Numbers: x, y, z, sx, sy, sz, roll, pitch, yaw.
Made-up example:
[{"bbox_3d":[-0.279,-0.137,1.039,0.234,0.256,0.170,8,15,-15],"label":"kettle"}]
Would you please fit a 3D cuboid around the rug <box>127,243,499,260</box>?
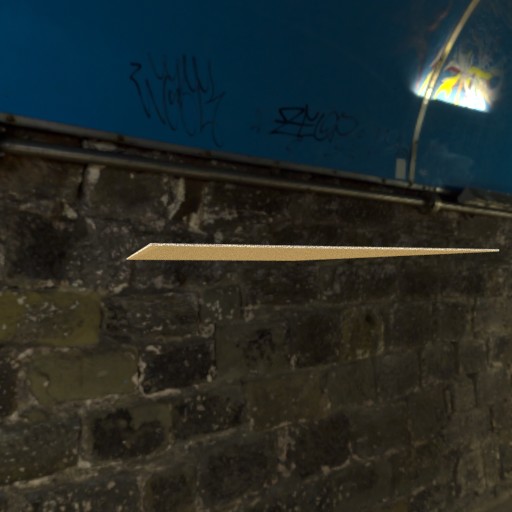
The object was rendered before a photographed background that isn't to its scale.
[{"bbox_3d":[0.000,0.000,2.141,1.142,0.006,1.752,1,-2,-18],"label":"rug"}]
